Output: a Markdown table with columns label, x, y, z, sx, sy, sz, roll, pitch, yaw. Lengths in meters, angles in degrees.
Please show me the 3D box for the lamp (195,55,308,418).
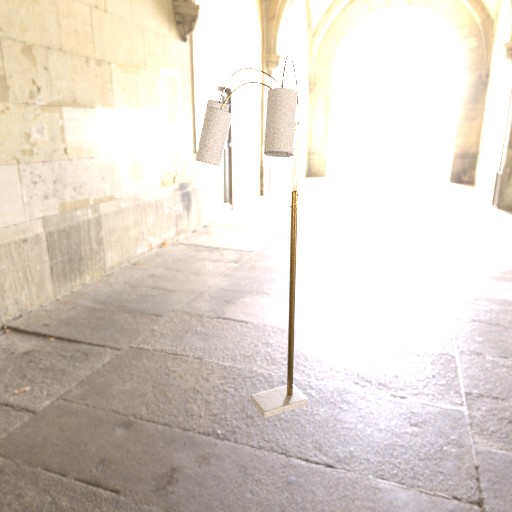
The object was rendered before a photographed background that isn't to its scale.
| label | x | y | z | sx | sy | sz | roll | pitch | yaw |
| --- | --- | --- | --- | --- | --- | --- | --- | --- | --- |
| lamp | 0.000 | 0.000 | 2.531 | 0.667 | 2.055 | 1.020 | -8 | 18 | -25 |
